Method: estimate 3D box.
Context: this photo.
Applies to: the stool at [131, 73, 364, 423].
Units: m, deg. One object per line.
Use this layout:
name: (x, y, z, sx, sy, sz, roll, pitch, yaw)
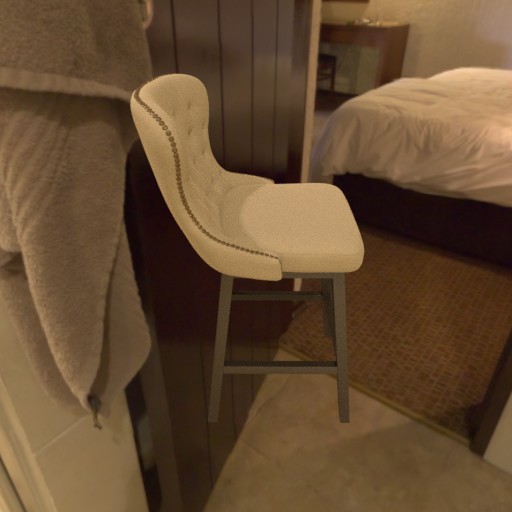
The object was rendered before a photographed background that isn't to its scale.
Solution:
stool: (0.000, 0.000, 1.327, 0.593, 0.971, 0.528, 0, 31, 0)
